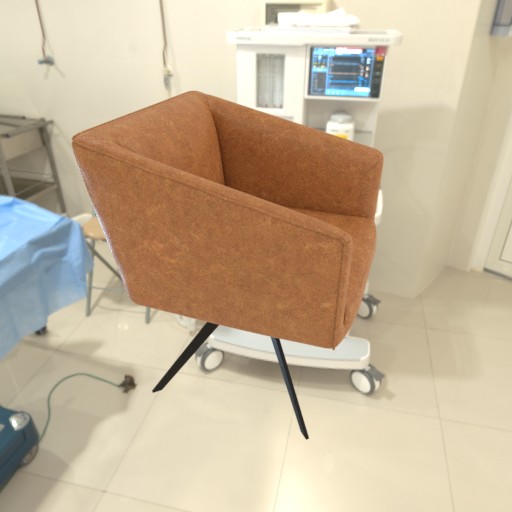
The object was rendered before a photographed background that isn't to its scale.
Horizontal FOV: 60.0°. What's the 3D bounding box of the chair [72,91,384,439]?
[{"bbox_3d":[0.000,0.000,1.245,0.625,0.760,0.588,10,32,17],"label":"chair"}]
